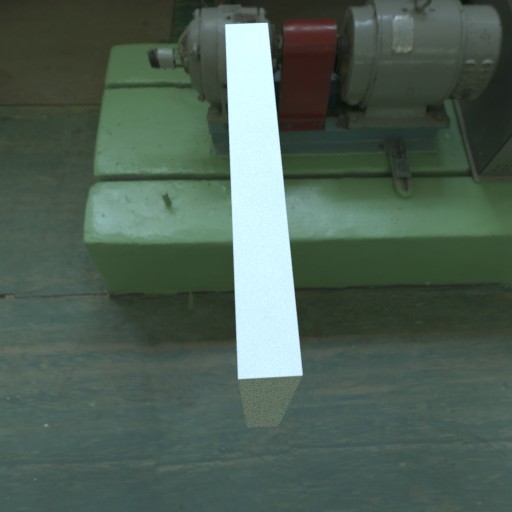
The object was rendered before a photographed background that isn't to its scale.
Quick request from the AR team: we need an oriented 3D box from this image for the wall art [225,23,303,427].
[{"bbox_3d":[0.000,0.000,0.458,0.038,0.305,0.305,-3,64,-1],"label":"wall art"}]
